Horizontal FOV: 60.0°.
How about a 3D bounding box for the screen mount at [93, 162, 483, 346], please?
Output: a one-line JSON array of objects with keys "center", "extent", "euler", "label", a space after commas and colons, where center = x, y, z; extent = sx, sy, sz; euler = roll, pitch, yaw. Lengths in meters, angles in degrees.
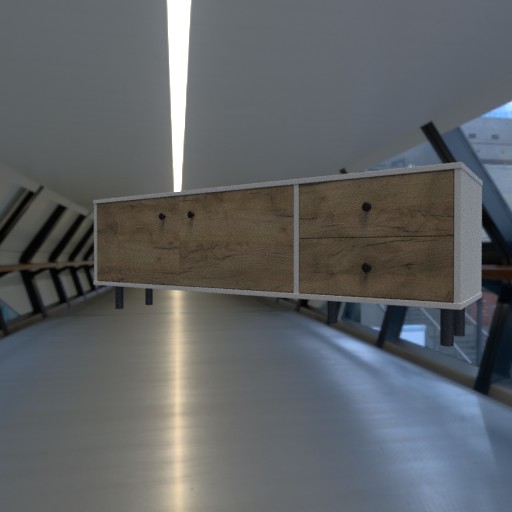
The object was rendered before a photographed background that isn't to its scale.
[{"center": [0.000, 0.000, 1.804], "extent": [1.600, 0.520, 0.418], "euler": [0, 1, 34], "label": "screen mount"}]
